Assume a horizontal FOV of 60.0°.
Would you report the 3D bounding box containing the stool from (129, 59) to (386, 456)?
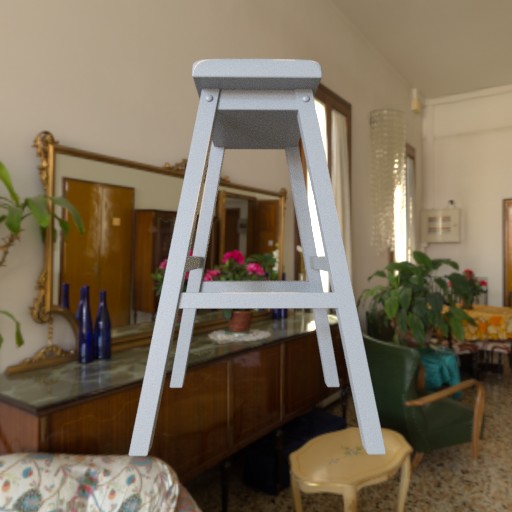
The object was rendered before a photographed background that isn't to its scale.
[{"bbox_3d":[0.000,0.000,1.047,0.476,0.737,0.457,0,0,-1],"label":"stool"}]
